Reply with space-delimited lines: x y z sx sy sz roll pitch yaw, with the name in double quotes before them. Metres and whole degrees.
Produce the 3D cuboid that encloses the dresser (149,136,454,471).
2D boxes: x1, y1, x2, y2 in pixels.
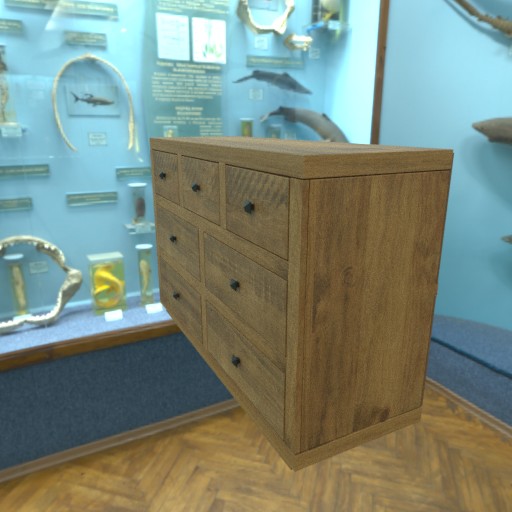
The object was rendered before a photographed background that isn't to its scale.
"dresser" 0.000 0.000 1.653 0.479 0.825 1.261 -8 19 -26
